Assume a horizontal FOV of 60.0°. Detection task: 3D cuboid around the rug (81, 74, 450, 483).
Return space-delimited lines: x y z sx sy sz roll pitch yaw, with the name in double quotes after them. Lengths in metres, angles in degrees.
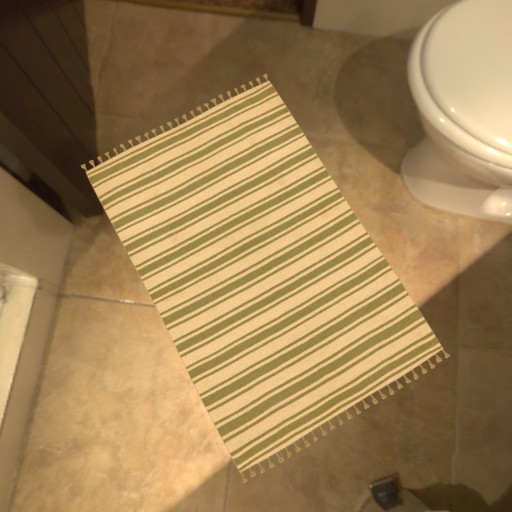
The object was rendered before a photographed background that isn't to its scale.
0.000 0.000 3.037 1.540 0.018 2.435 -29 78 -7 "rug"
